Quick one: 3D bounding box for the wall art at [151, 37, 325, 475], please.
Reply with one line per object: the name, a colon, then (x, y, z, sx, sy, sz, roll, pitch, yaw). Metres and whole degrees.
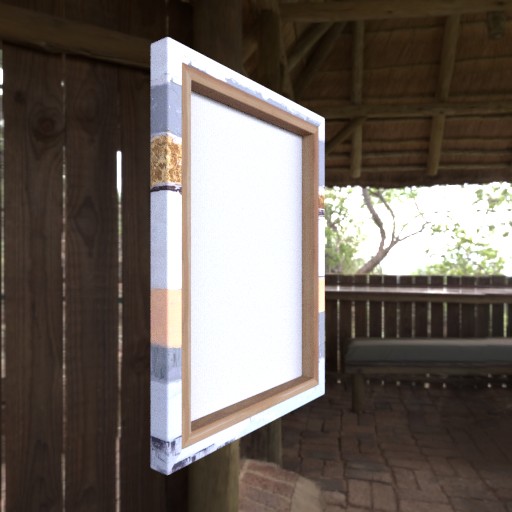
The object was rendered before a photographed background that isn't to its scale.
wall art: (0.000, 0.000, 0.806, 0.038, 0.609, 0.456, 0, 0, 37)
